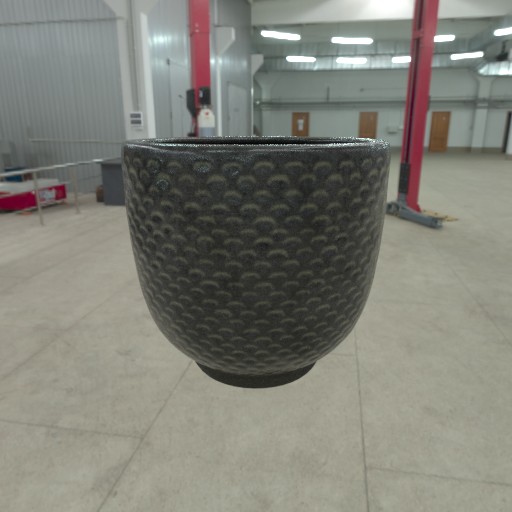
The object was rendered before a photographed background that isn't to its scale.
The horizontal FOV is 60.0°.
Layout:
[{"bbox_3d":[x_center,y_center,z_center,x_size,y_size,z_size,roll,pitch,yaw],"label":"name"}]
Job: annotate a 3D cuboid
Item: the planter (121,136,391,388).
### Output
[{"bbox_3d":[0.000,0.000,0.314,0.172,0.160,0.172,0,17,0],"label":"planter"}]
